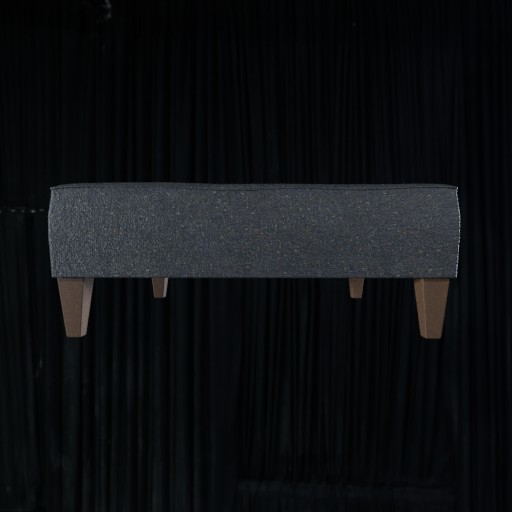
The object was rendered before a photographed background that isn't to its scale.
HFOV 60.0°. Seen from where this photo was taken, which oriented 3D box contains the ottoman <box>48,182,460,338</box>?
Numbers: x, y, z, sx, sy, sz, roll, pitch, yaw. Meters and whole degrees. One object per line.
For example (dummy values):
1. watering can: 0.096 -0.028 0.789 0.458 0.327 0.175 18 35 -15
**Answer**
1. ottoman: 0.000 0.000 1.533 0.968 0.382 1.004 0 1 1
